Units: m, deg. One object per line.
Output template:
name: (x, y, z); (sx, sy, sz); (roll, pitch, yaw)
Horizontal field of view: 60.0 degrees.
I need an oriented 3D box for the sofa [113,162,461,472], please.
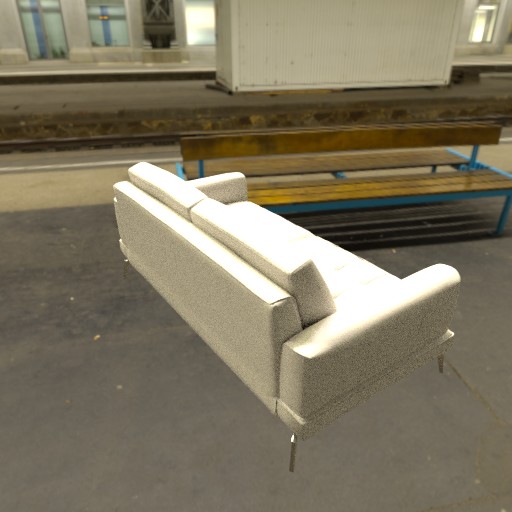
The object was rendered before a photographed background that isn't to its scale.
sofa: (0.000, 0.000, 2.766); (1.121, 0.930, 2.177); (-18, 33, -31)
